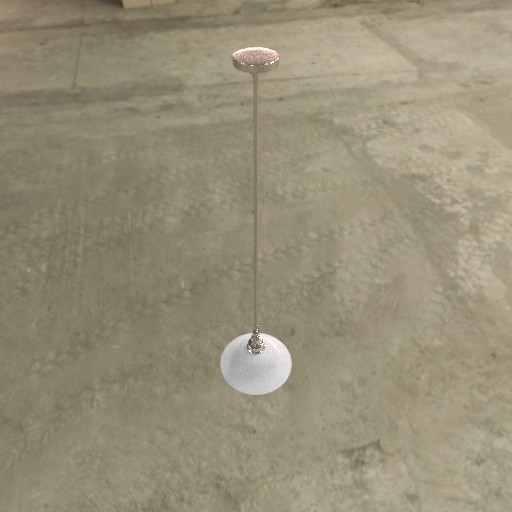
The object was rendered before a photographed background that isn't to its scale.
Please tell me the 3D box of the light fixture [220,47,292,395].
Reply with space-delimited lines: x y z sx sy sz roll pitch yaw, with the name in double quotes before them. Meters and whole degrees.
"light fixture" 0.000 0.000 1.546 0.324 1.354 0.324 11 45 11
